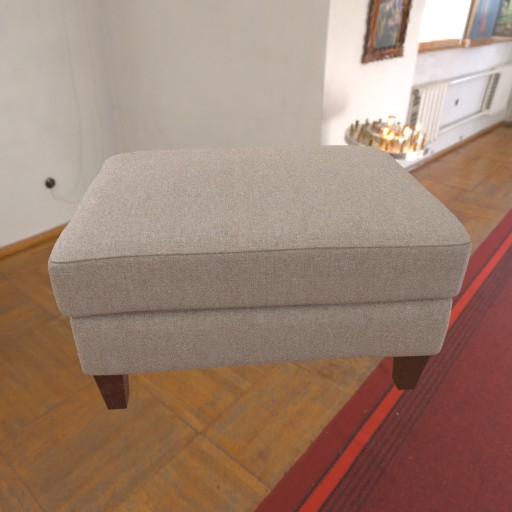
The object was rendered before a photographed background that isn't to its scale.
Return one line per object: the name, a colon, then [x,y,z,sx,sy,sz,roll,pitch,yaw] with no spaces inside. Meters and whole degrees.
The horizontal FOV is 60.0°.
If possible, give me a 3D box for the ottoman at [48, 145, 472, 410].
ottoman: [0.000,0.000,1.272,0.898,0.519,0.677,-3,31,-4]
